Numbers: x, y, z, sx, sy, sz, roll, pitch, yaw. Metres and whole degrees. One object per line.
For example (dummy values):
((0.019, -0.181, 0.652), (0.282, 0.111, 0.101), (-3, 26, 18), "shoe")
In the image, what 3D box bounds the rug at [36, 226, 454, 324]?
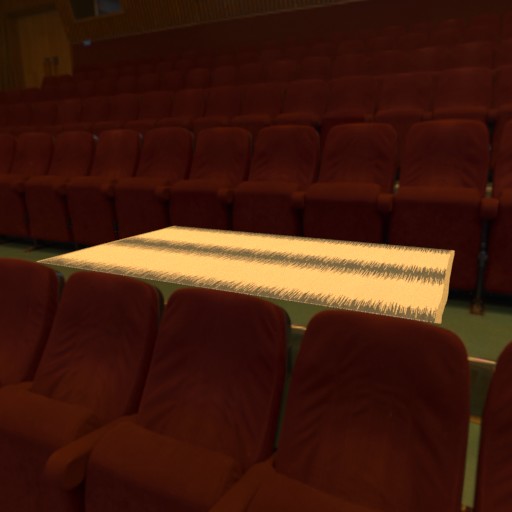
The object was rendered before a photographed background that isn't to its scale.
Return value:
((0.000, 0.000, 3.032), (2.453, 0.003, 1.519), (6, 15, 25), "rug")
